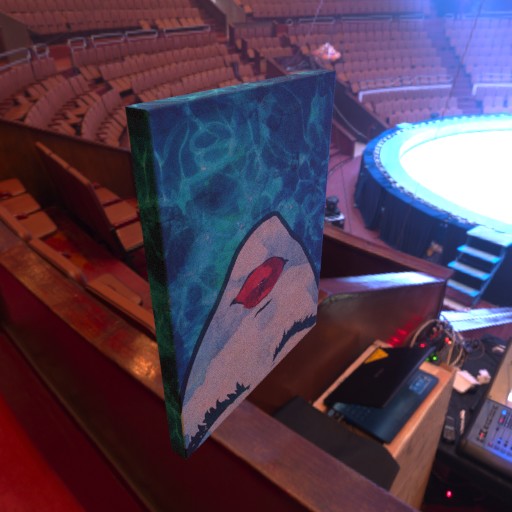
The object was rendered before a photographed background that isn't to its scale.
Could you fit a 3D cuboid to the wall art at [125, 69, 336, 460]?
[{"bbox_3d":[0.000,0.000,0.871,0.038,0.635,0.508,19,34,30],"label":"wall art"}]
